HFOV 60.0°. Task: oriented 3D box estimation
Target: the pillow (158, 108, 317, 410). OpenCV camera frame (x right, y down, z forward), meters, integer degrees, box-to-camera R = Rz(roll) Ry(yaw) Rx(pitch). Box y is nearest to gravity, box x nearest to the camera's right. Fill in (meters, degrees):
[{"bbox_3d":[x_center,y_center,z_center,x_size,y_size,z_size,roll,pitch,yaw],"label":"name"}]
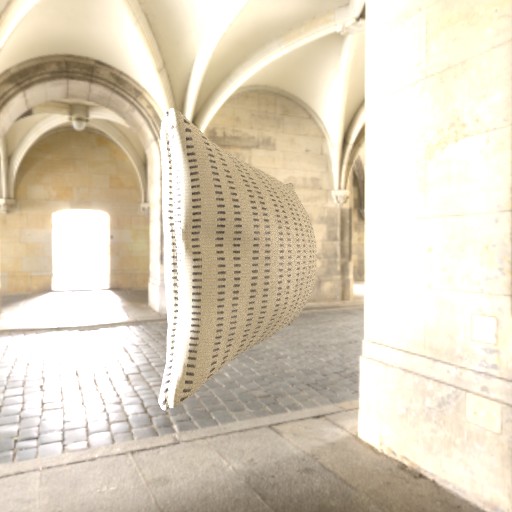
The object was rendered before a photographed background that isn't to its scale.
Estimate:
[{"bbox_3d":[0.000,0.000,0.812,0.210,0.353,0.640,0,1,17],"label":"pillow"}]
